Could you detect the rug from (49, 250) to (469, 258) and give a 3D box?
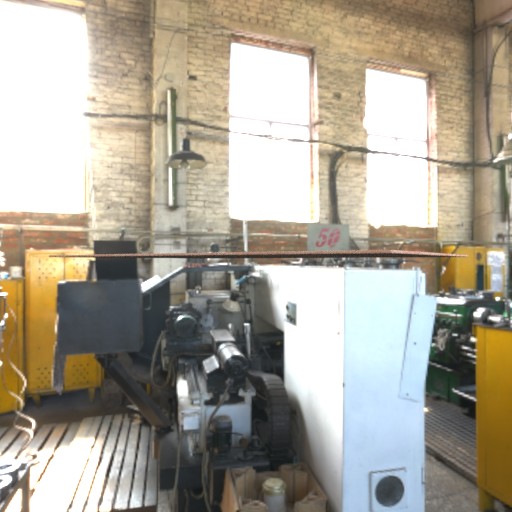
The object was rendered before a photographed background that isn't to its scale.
[{"bbox_3d":[0.000,0.000,3.009,2.390,0.015,1.609,-1,-1,35],"label":"rug"}]
